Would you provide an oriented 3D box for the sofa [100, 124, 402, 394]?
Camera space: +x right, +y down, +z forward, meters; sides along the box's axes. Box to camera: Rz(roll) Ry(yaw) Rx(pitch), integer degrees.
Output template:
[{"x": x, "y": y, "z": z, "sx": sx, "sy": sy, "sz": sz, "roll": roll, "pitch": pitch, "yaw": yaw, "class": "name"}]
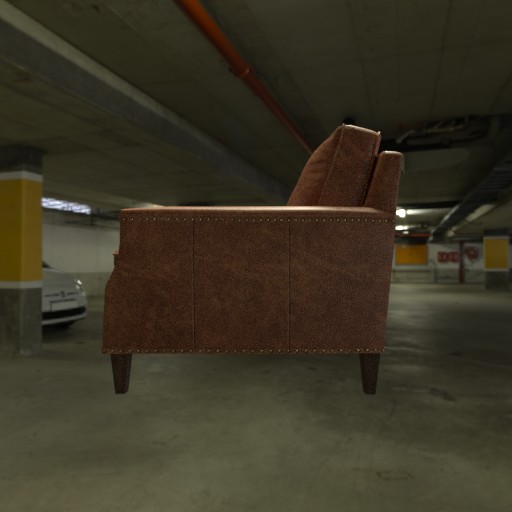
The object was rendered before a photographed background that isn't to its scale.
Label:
[{"x": 0.000, "y": 0.000, "z": 2.317, "sx": 1.084, "sy": 1.003, "sz": 1.597, "roll": 0, "pitch": -1, "yaw": 0, "class": "sofa"}]
